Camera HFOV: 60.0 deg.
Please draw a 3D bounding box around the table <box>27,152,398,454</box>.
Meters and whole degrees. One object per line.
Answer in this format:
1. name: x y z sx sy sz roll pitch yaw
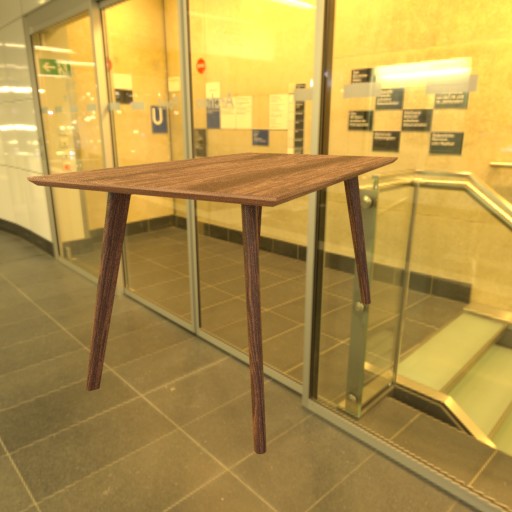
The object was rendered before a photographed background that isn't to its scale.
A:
1. table: 0.000 0.000 1.790 0.801 0.724 1.349 8 18 26
